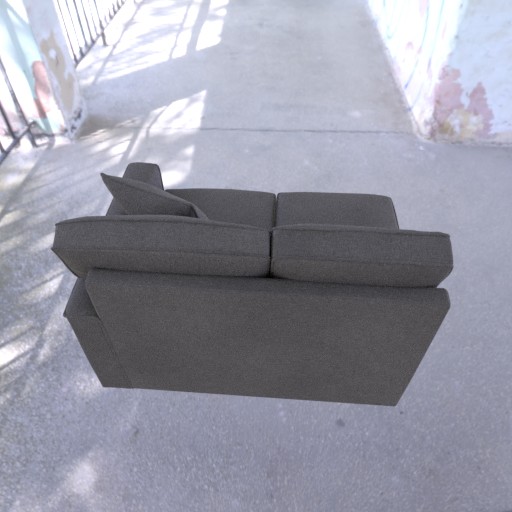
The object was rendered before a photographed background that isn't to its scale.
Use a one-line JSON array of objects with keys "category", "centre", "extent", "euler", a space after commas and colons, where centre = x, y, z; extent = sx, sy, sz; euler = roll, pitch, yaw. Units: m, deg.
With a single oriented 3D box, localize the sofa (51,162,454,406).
[{"category": "sofa", "centre": [0.000, 0.000, 2.038], "extent": [1.388, 0.989, 0.991], "euler": [3, 47, 3]}]
